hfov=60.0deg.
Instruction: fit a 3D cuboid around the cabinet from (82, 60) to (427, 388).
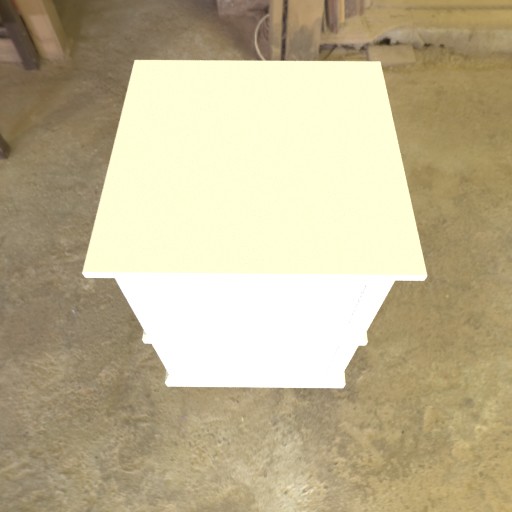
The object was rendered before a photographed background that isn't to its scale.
[{"bbox_3d":[0.000,0.000,1.172,0.547,0.775,0.544,0,58,0],"label":"cabinet"}]
